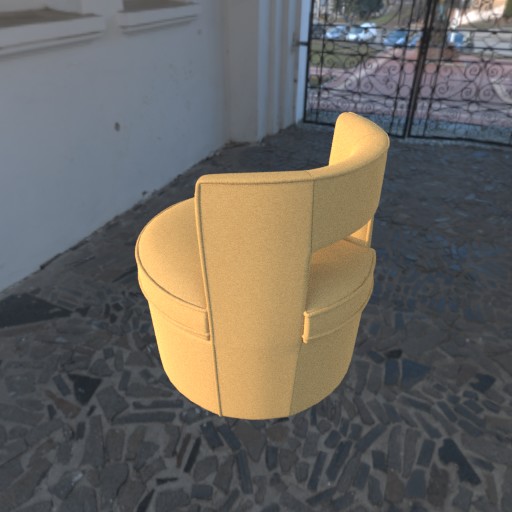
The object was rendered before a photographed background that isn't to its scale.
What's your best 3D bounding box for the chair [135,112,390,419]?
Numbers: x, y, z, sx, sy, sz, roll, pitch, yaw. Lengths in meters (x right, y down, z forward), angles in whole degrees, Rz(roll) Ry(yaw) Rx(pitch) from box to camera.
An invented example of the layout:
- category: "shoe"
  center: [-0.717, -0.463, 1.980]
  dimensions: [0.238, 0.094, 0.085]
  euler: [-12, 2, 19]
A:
- category: "chair"
  center: [0.000, 0.000, 1.260]
  dimensions: [0.665, 0.723, 0.650]
  euler: [22, 38, 31]
